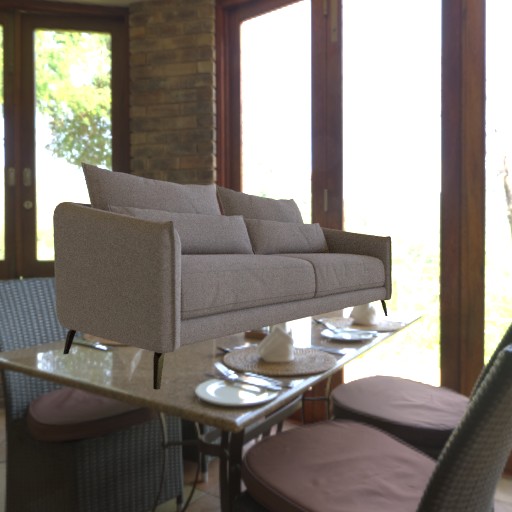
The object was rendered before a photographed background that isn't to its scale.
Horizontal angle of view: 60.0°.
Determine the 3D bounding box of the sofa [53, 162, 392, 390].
[{"bbox_3d":[0.000,0.000,2.422,0.809,0.833,2.022,1,1,38],"label":"sofa"}]
